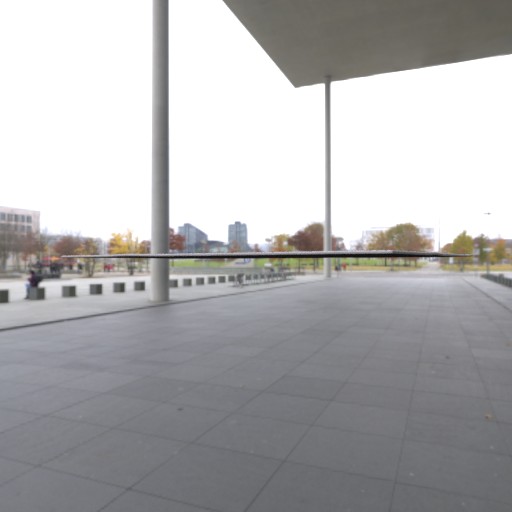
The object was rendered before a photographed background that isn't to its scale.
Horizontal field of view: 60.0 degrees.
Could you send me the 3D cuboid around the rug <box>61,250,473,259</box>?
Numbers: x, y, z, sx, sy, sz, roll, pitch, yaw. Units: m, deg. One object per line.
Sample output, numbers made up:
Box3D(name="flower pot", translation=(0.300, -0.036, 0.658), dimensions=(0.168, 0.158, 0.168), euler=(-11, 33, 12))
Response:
Box3D(name="rug", translation=(0.000, 0.000, 1.076), dimensions=(0.867, 0.007, 0.515), euler=(-1, -1, 37))
